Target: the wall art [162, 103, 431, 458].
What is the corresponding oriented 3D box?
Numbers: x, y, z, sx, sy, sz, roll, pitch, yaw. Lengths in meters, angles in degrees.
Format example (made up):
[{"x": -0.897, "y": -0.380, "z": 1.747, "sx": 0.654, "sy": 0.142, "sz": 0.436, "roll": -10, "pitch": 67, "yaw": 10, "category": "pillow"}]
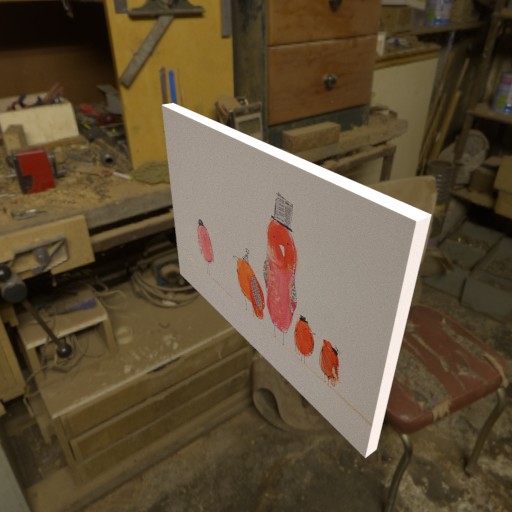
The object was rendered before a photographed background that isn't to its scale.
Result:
[{"x": 0.000, "y": 0.000, "z": 1.176, "sx": 0.038, "sy": 0.609, "sz": 0.914, "roll": -21, "pitch": 38, "yaw": -29, "category": "wall art"}]
